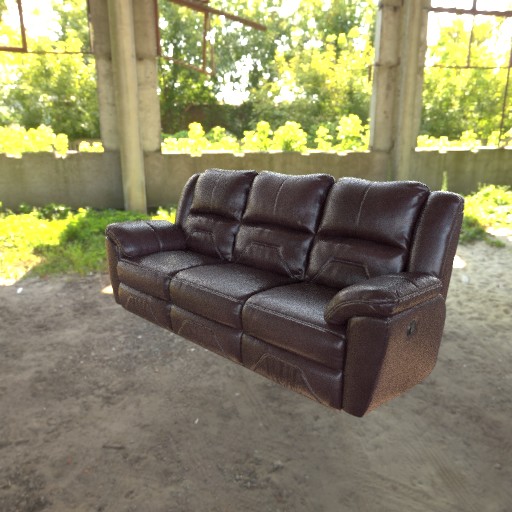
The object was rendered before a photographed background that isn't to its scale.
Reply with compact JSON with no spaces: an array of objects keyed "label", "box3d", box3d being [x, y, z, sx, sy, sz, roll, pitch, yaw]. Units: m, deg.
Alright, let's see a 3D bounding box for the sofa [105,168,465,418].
[{"label":"sofa","box3d":[0.000,0.000,2.888,2.337,1.043,0.991,14,20,42]}]
